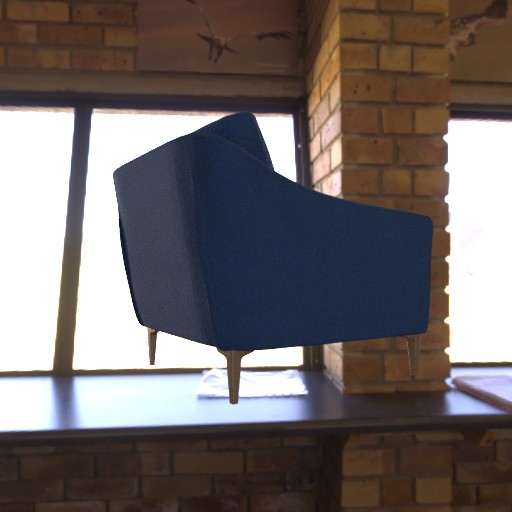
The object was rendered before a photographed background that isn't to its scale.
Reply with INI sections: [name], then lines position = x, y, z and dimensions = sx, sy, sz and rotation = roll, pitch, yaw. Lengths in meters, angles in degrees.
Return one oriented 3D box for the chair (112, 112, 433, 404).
[chair]
position = 0.000, 0.000, 1.768
dimensions = 0.961, 0.899, 0.987
rotation = 1, -1, -36
